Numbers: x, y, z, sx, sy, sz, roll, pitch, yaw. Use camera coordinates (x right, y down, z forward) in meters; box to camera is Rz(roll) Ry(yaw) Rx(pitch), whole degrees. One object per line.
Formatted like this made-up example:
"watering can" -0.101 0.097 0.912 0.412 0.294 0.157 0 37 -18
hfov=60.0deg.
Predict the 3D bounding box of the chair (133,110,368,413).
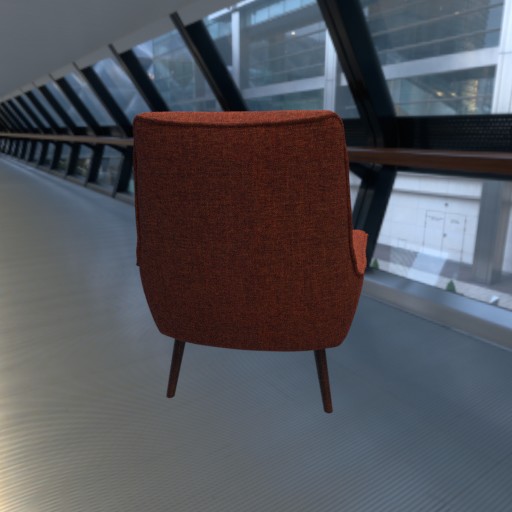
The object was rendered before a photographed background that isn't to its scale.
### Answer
"chair" 0.000 0.000 1.527 0.803 0.911 0.784 2 15 9
